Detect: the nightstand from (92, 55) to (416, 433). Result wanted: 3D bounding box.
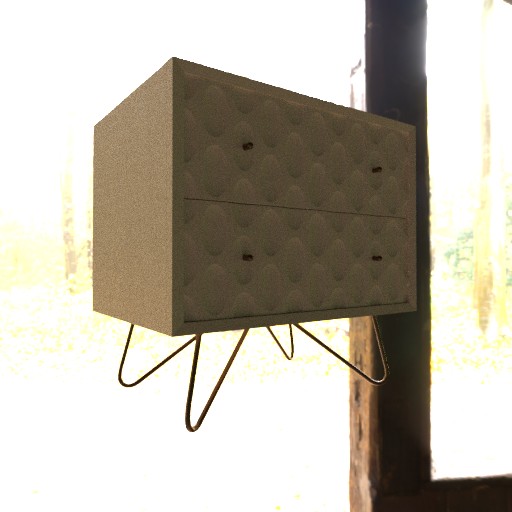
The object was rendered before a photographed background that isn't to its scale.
[{"bbox_3d":[0.000,0.000,1.023,0.614,0.604,0.447,0,-1,-35],"label":"nightstand"}]
